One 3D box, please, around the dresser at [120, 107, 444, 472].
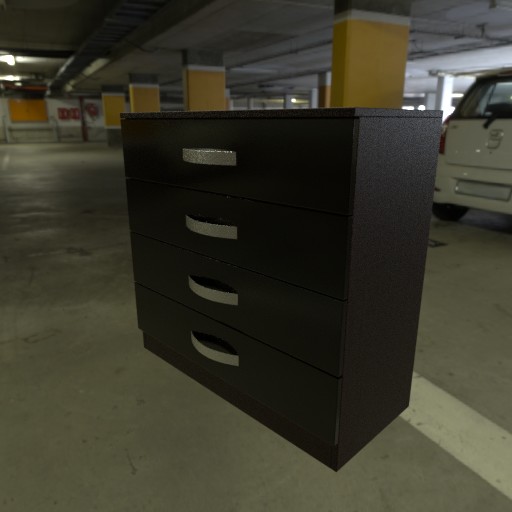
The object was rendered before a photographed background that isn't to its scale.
[{"bbox_3d":[0.000,0.000,1.163,0.360,0.720,0.750,-16,23,-42],"label":"dresser"}]
